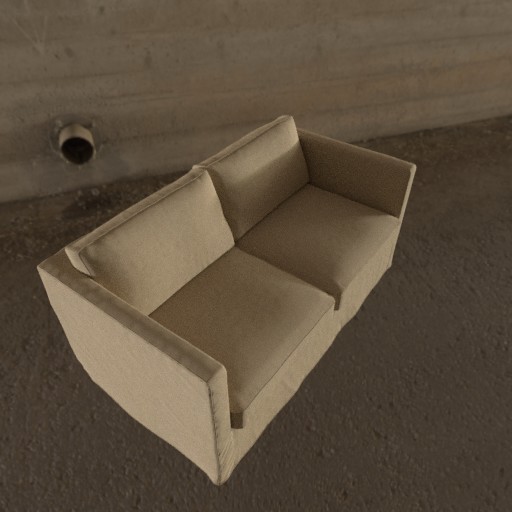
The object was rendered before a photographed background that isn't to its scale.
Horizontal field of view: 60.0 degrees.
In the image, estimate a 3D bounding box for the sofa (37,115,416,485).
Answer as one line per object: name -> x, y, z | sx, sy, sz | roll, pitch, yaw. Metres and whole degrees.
sofa -> 0.000, 0.000, 2.249 | 0.962, 0.835, 1.719 | 26, 47, 27
